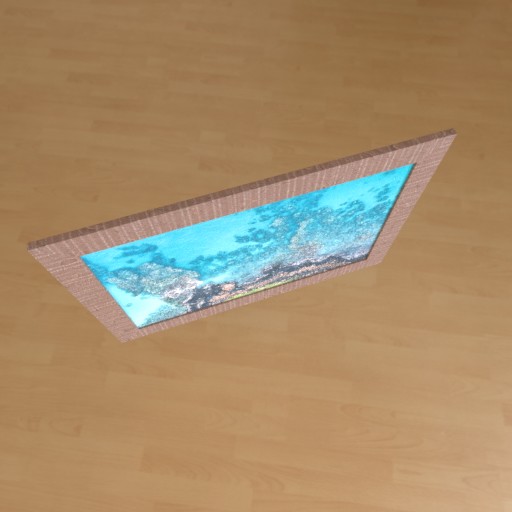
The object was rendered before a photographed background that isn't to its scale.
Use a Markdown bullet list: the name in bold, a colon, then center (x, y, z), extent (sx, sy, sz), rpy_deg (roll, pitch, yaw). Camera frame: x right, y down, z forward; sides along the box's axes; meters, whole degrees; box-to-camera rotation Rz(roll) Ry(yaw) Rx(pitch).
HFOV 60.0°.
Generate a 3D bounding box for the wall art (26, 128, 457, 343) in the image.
- **wall art**: center (0.000, 0.000, 1.382), extent (1.056, 0.761, 0.020), rpy_deg (-16, 65, -8)
